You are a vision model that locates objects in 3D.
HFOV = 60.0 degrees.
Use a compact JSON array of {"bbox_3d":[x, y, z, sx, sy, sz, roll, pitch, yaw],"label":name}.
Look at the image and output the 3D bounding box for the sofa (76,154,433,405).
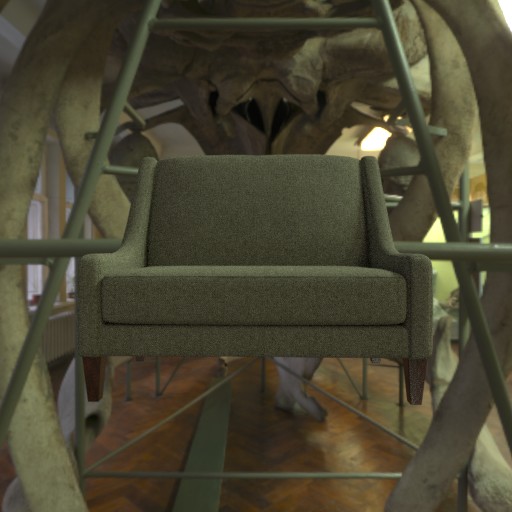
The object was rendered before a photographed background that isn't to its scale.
[{"bbox_3d":[0.000,0.000,1.917,1.242,1.021,0.870,0,1,2],"label":"sofa"}]
